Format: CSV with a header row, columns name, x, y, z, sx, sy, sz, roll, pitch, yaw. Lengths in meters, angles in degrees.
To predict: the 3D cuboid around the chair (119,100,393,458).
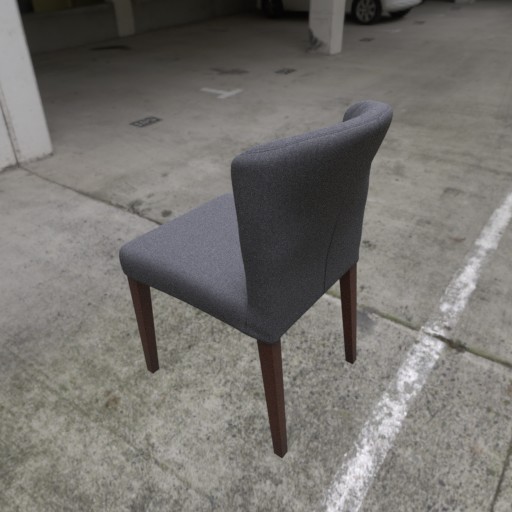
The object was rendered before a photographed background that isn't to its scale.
name,x,y,z,sx,sy,sz,roll,pitch,yaw
chair,0.000,0.000,1.206,0.592,0.839,0.491,21,37,30
